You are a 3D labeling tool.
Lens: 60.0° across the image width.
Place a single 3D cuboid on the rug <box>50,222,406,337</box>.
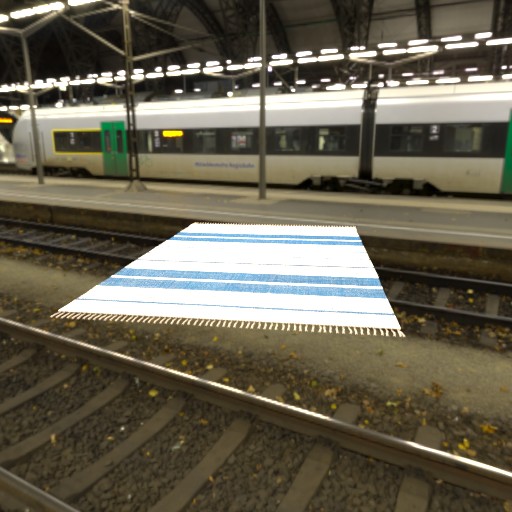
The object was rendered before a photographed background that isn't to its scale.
[{"bbox_3d":[0.000,0.000,3.034,1.532,0.010,2.441,2,14,7],"label":"rug"}]
